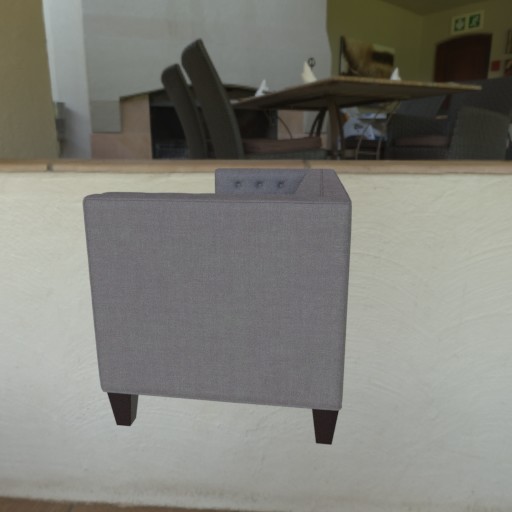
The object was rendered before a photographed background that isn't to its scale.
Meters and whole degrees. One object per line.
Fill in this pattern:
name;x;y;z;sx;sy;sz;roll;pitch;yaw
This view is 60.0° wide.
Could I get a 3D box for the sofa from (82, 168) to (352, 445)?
sofa;0.000;0.000;2.163;0.775;0.762;1.778;2;14;8
